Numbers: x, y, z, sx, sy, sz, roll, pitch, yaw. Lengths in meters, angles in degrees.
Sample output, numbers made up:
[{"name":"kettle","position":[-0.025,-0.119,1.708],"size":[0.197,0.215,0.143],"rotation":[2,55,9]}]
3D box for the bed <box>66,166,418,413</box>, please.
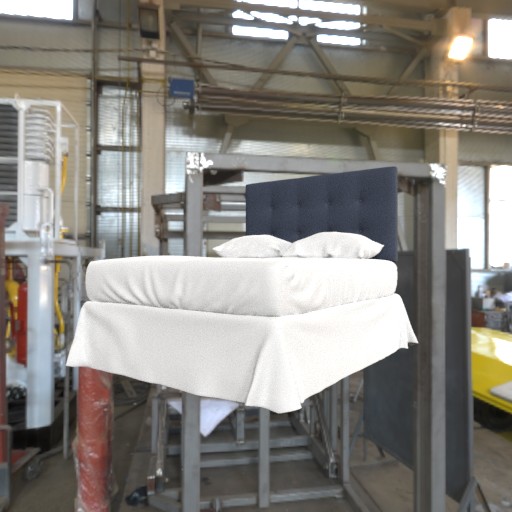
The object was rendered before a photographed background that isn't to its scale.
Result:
[{"name":"bed","position":[0.000,0.000,3.523],"size":[1.936,1.577,2.222],"rotation":[0,-1,35]}]
